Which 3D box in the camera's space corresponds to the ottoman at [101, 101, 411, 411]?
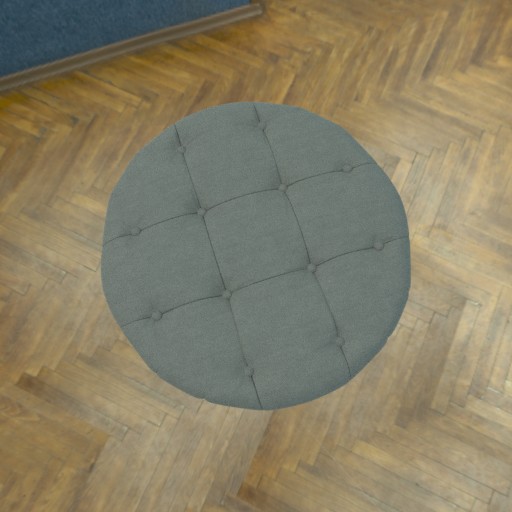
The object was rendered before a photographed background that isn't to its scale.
[{"bbox_3d":[0.000,0.000,1.399,0.901,0.439,0.901,0,75,0],"label":"ottoman"}]
